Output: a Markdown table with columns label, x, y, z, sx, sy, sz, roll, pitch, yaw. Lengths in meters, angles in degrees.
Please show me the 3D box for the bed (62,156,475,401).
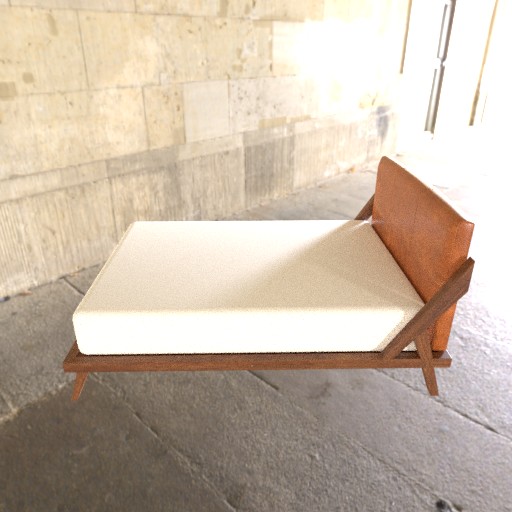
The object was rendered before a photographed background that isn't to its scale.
| label | x | y | z | sx | sy | sz | roll | pitch | yaw |
| --- | --- | --- | --- | --- | --- | --- | --- | --- | --- |
| bed | 0.000 | 0.000 | 3.241 | 2.311 | 1.168 | 1.651 | 0 | 26 | -1 |
